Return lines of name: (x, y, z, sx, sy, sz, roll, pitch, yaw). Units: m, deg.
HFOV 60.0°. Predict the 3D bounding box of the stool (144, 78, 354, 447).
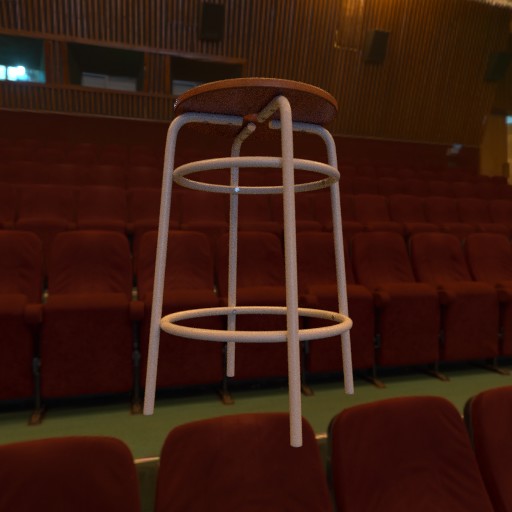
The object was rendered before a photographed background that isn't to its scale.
stool: (0.000, 0.000, 0.924, 0.455, 0.610, 0.455, 0, 0, -17)
